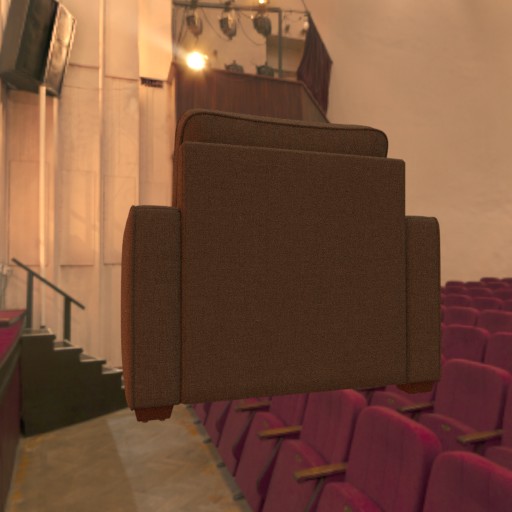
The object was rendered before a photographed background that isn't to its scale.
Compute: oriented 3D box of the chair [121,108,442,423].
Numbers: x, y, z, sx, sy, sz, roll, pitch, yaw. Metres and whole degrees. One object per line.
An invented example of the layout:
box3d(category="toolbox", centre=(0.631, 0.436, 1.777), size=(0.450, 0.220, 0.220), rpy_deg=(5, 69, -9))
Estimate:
box3d(category="chair", centre=(0.000, 0.000, 1.749), size=(1.017, 0.919, 0.940), rpy_deg=(0, -1, -17))
